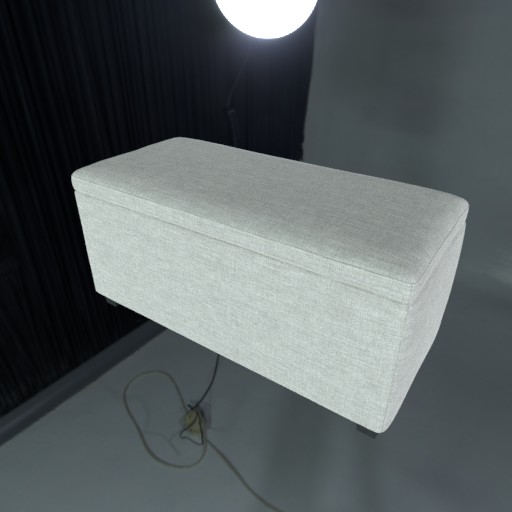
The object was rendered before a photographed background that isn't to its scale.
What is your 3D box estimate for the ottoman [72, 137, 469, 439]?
[{"bbox_3d":[0.000,0.000,1.143,0.902,0.432,0.419,19,36,29],"label":"ottoman"}]
